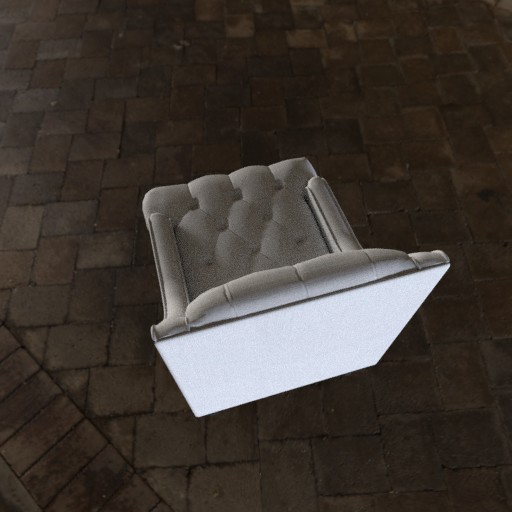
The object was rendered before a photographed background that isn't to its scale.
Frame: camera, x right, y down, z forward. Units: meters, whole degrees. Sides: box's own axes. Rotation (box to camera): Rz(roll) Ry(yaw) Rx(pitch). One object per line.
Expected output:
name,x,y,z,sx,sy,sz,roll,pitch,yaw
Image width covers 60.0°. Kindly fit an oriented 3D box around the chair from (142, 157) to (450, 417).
chair,0.000,0.000,1.438,0.658,0.891,0.772,-14,60,-8
